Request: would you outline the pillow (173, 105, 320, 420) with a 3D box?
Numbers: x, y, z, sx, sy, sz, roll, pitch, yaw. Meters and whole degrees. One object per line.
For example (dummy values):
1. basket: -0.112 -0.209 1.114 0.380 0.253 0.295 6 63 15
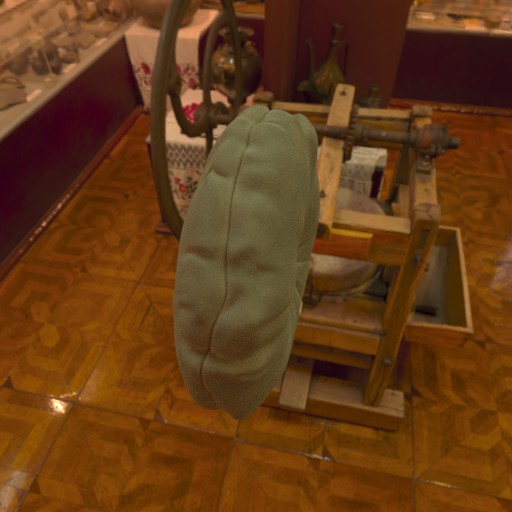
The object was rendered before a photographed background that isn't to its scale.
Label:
1. pillow: 0.000 0.000 0.637 0.148 0.407 0.428 10 47 10
